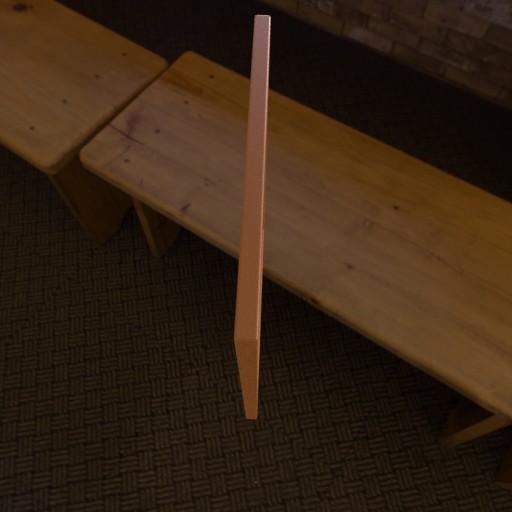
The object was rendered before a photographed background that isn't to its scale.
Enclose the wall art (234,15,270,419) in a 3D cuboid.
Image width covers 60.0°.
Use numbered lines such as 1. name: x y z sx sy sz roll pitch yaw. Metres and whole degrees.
1. wall art: 0.000 0.000 0.510 0.015 0.379 0.310 2 63 1
